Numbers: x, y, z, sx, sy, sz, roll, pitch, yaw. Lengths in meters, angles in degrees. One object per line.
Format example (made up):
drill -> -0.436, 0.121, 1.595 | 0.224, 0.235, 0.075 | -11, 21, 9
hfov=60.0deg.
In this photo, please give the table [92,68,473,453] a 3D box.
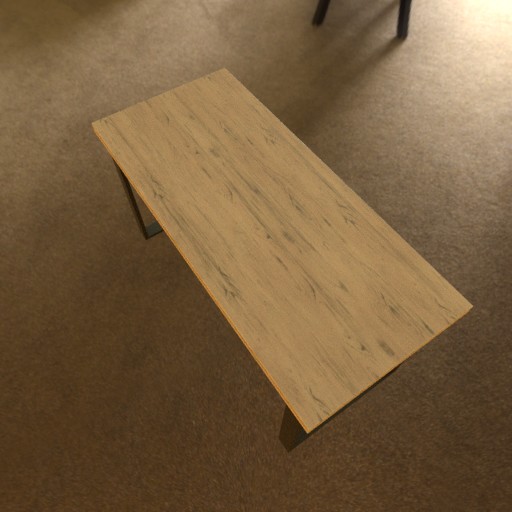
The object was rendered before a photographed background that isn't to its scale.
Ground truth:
table -> 0.000, 0.000, 2.345 | 0.795, 0.899, 1.778 | -30, 63, -18
